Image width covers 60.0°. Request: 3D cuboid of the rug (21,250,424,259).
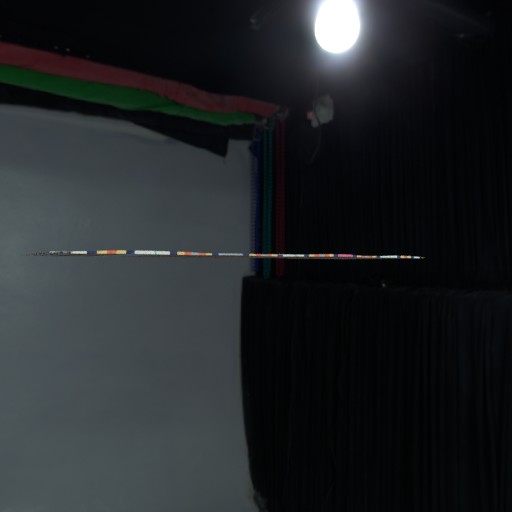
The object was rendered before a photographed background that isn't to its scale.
[{"bbox_3d":[0.000,0.000,2.692,2.455,0.017,0.695,1,-1,-36],"label":"rug"}]
